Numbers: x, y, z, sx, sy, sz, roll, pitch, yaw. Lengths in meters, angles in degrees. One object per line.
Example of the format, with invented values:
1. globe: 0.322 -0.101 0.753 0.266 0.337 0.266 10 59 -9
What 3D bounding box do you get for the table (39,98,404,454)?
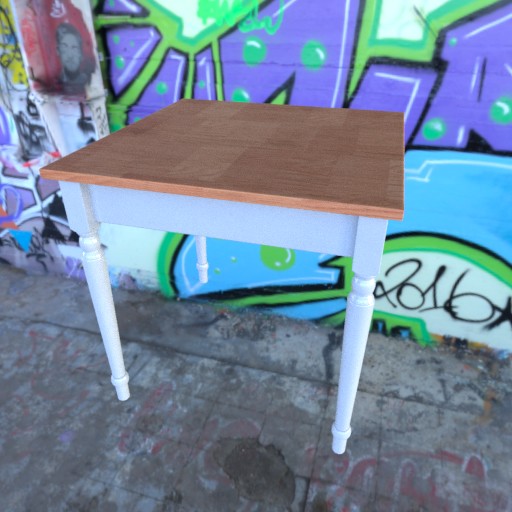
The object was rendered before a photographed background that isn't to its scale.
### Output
1. table: 0.000 0.000 1.350 0.747 0.738 0.747 8 32 14
